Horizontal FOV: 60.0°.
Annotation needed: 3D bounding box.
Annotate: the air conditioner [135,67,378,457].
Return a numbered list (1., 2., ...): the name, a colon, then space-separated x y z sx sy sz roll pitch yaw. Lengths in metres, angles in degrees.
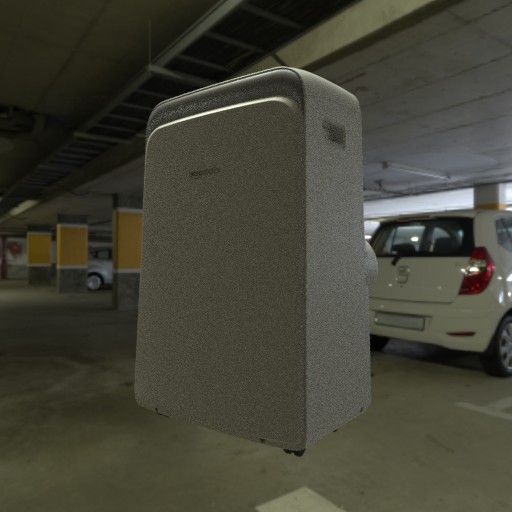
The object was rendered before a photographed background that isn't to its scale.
1. air conditioner: 0.000 0.000 0.968 0.454 0.700 0.365 0 0 36
